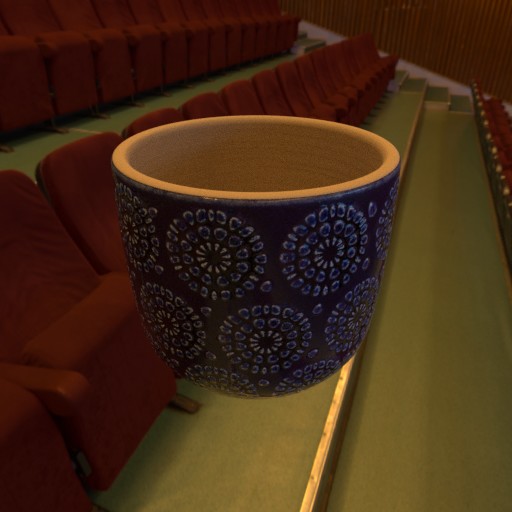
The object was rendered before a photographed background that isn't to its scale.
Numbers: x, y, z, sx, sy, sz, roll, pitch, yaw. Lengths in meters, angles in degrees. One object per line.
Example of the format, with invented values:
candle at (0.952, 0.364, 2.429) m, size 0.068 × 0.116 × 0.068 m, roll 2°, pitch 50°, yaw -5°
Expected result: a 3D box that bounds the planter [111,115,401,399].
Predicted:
planter at (0.000, 0.000, 0.294) m, size 0.165 × 0.149 × 0.165 m, roll 0°, pitch 30°, yaw 0°
